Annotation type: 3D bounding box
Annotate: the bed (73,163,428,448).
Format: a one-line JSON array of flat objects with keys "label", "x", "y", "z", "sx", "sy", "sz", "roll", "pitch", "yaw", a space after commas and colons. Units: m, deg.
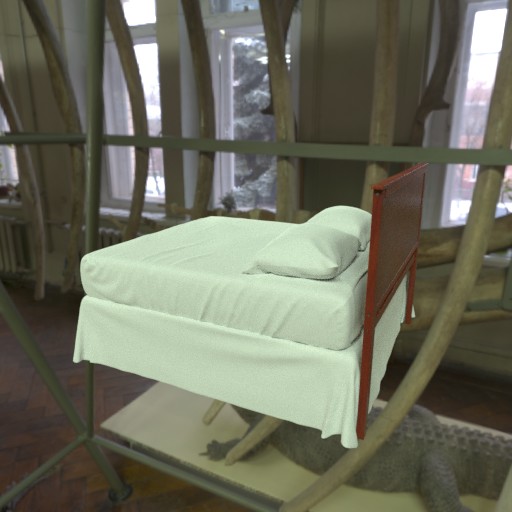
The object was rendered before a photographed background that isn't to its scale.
[{"label": "bed", "x": 0.000, "y": 0.000, "z": 3.177, "sx": 2.050, "sy": 1.270, "sz": 1.870, "roll": 8, "pitch": 17, "yaw": 26}]
